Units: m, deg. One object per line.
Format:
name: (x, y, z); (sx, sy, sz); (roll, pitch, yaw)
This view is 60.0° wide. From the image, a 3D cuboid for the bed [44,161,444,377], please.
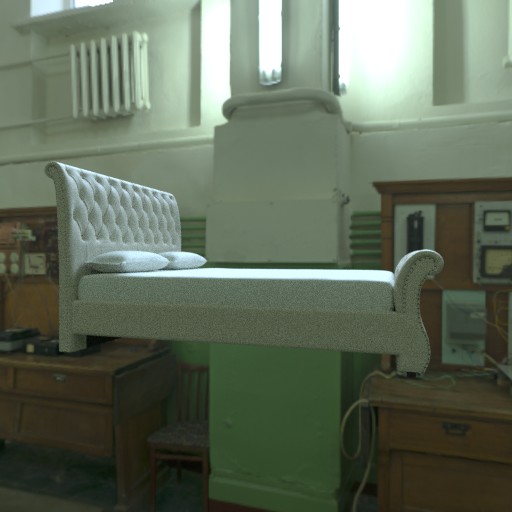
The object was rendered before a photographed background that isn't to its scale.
bed: (0.000, 0.000, 3.367); (2.493, 1.268, 1.606); (0, 0, 18)
